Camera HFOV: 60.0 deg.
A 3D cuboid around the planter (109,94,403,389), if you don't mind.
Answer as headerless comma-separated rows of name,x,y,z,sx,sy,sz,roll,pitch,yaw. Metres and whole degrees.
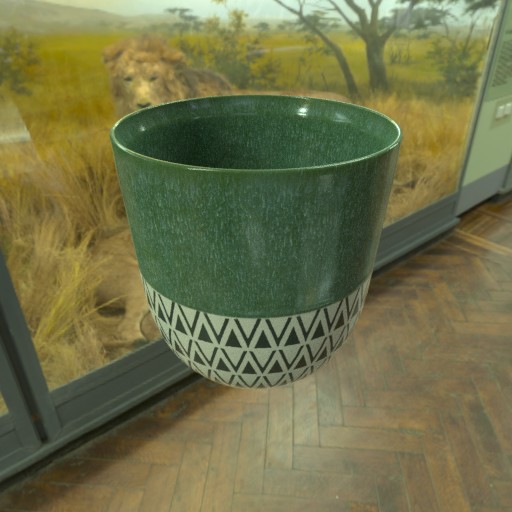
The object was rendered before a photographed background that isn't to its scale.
planter,0.000,0.000,0.360,0.195,0.214,0.195,0,31,0
